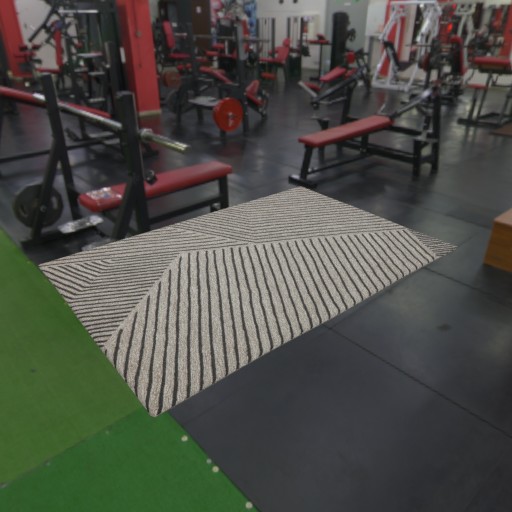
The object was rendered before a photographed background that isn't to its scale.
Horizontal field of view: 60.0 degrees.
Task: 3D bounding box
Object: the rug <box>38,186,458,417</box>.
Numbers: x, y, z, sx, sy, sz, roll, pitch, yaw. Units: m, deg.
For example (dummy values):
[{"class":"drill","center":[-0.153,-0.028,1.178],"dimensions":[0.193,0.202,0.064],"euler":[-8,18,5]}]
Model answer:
[{"class":"rug","center":[0.000,0.000,2.325],"dimensions":[1.842,0.019,1.237],"euler":[-21,35,-34]}]
